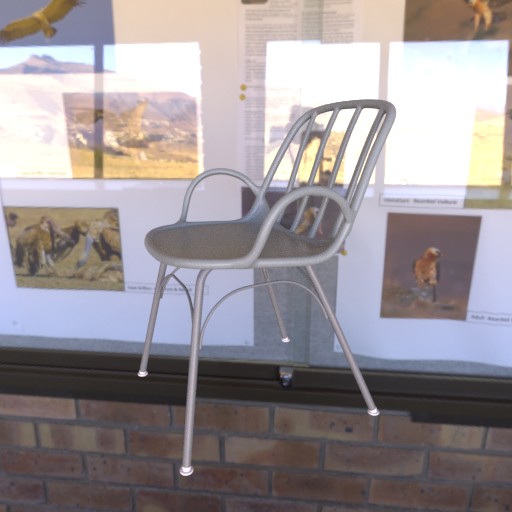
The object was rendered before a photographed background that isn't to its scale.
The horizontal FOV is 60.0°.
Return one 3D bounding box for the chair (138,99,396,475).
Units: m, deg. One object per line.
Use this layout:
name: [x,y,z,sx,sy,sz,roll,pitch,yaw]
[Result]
chair: [0.000,0.000,1.202,0.597,0.816,0.549,-7,17,-25]
